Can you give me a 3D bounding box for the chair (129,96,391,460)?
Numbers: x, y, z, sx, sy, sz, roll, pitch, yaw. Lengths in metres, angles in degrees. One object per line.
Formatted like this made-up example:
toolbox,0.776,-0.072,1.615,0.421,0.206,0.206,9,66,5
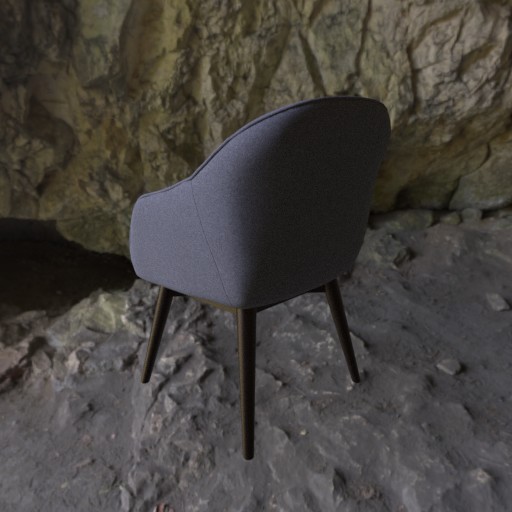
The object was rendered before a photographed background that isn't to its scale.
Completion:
chair,0.000,0.000,1.233,0.589,0.810,0.611,-16,22,-43
